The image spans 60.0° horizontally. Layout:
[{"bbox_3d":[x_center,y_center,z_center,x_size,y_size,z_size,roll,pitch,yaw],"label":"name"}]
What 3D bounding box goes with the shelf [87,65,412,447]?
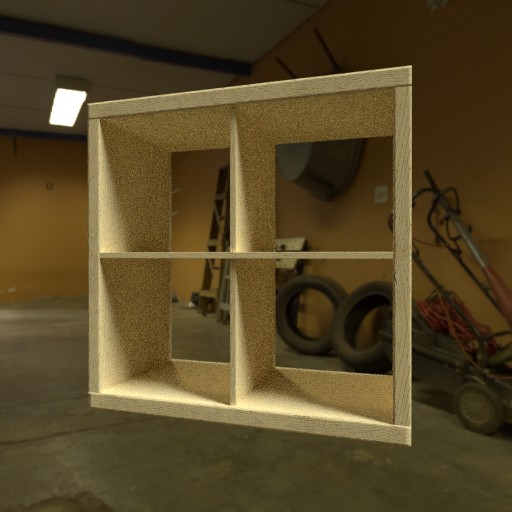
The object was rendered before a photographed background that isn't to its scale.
[{"bbox_3d":[0.000,0.000,1.216,0.790,0.786,0.390,0,0,17],"label":"shelf"}]
